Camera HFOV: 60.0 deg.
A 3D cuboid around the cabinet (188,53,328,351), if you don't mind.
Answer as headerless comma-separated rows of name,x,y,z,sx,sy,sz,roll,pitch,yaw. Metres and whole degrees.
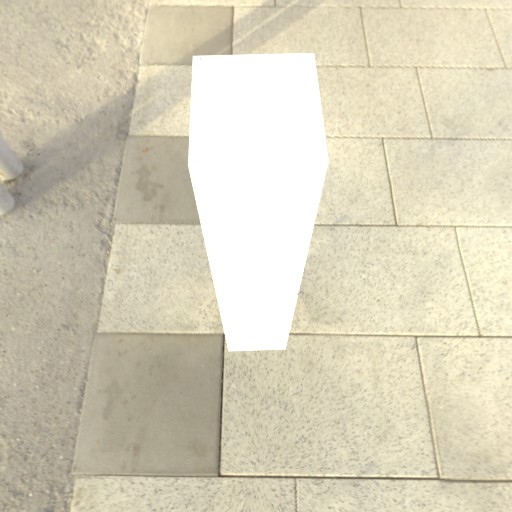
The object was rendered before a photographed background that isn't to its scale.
cabinet,0.000,0.000,1.542,0.269,1.400,0.300,-2,64,-1
